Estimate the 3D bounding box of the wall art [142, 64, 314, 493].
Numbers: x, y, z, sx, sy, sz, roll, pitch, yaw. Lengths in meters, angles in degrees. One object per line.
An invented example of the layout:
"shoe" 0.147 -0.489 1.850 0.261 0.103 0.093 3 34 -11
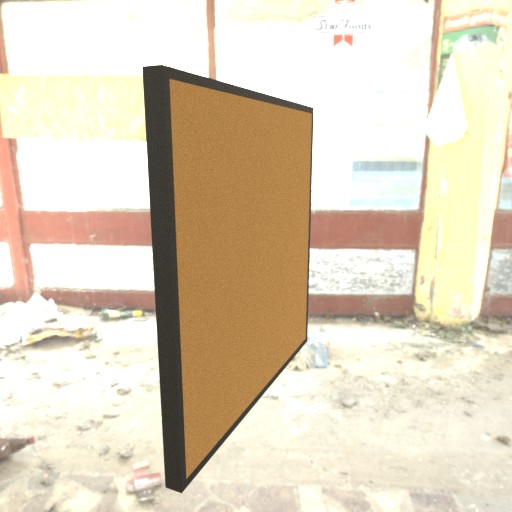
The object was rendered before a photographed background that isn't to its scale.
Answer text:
"wall art" 0.000 0.000 1.102 0.038 0.763 0.763 6 15 24
